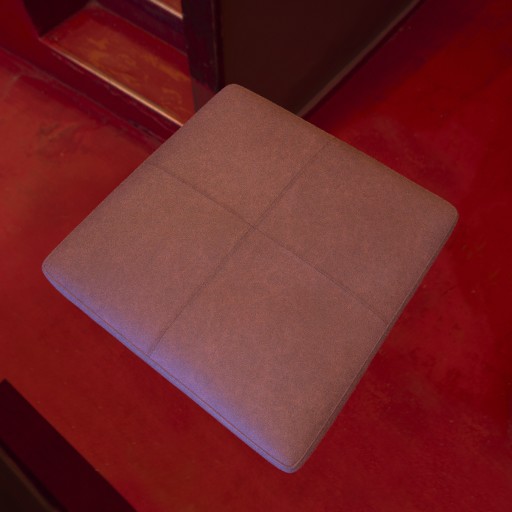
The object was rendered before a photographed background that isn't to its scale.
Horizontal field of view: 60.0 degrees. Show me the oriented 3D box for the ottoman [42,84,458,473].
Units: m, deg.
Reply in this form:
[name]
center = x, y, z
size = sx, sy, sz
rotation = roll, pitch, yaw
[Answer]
[ottoman]
center = 0.000, 0.000, 1.791
size = 1.168, 0.490, 1.168
rotation = 34, 70, 15
